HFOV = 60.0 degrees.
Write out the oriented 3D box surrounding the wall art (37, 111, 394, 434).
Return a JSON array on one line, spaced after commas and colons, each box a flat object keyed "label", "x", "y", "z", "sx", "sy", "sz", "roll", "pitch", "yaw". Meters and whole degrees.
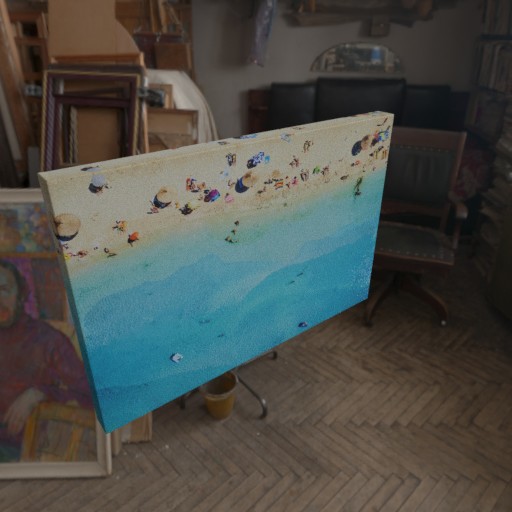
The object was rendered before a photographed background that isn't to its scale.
[{"label": "wall art", "x": 0.000, "y": 0.000, "z": 0.759, "sx": 0.609, "sy": 0.406, "sz": 0.039, "roll": -20, "pitch": 35, "yaw": -32}]
